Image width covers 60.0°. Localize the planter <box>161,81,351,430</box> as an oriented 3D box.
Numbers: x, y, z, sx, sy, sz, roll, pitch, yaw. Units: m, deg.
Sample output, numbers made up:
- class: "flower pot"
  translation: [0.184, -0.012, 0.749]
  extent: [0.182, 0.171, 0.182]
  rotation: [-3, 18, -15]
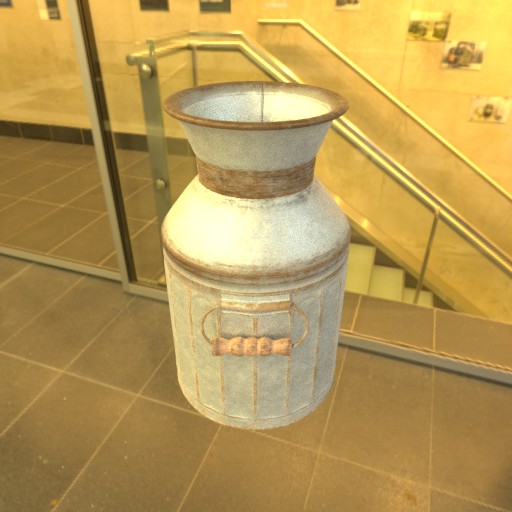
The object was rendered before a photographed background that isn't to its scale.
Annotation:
- class: "planter"
  translation: [0.000, 0.000, 0.521]
  extent: [0.215, 0.358, 0.248]
  rotation: [0, 32, 0]
